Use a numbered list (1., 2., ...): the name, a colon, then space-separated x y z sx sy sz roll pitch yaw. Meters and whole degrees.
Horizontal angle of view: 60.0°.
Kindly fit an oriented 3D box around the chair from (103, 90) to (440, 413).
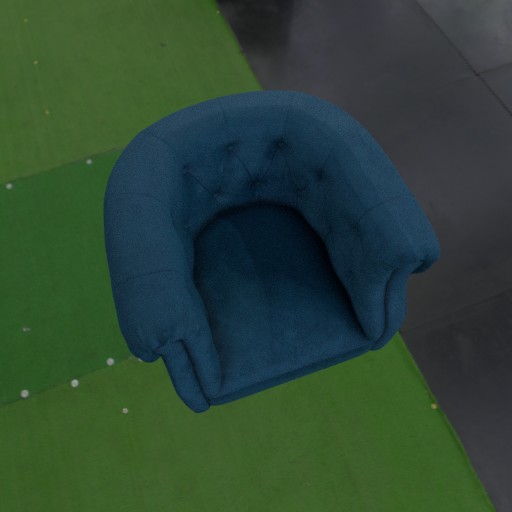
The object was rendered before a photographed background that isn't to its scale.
1. chair: 0.000 0.000 1.598 0.904 0.826 0.851 -17 66 -8
